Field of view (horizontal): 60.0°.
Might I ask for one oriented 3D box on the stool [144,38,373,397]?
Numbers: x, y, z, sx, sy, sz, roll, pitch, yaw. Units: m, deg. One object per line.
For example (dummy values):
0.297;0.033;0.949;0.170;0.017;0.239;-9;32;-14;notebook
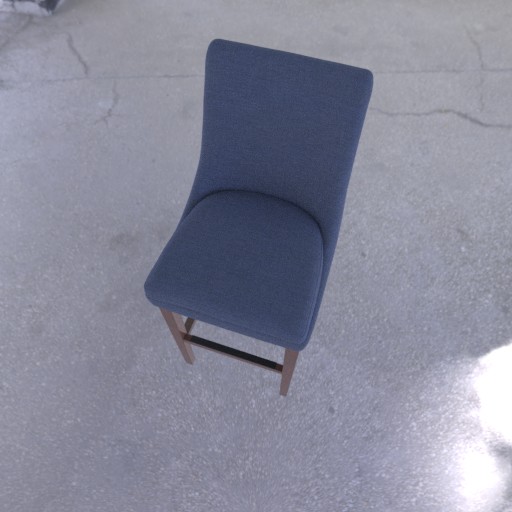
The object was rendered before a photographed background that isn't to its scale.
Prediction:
0.000;0.000;1.399;0.470;1.078;0.577;16;60;9;stool
